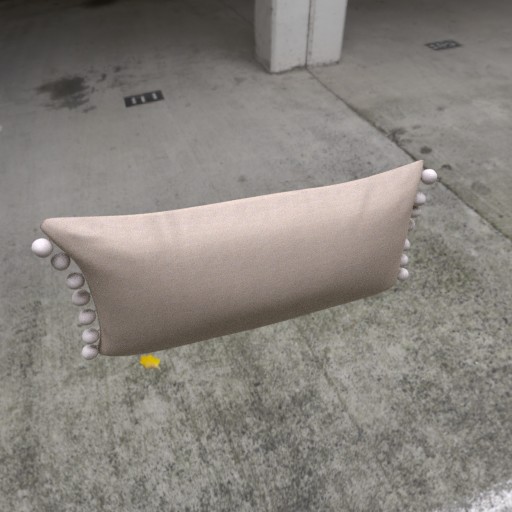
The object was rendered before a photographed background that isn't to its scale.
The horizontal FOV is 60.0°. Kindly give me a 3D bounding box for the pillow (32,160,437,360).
[{"bbox_3d":[0.000,0.000,0.830,0.709,0.322,0.201,-12,42,-14],"label":"pillow"}]
